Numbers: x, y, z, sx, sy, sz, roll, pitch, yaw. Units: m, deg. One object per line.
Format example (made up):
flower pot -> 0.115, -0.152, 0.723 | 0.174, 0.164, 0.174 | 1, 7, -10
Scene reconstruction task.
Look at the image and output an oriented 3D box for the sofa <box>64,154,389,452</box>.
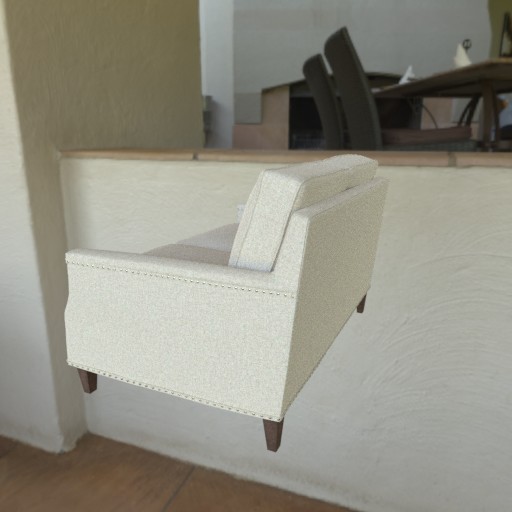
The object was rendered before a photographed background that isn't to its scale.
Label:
sofa -> 0.000, 0.000, 2.284 | 1.084, 1.003, 1.597 | 7, 16, 24
